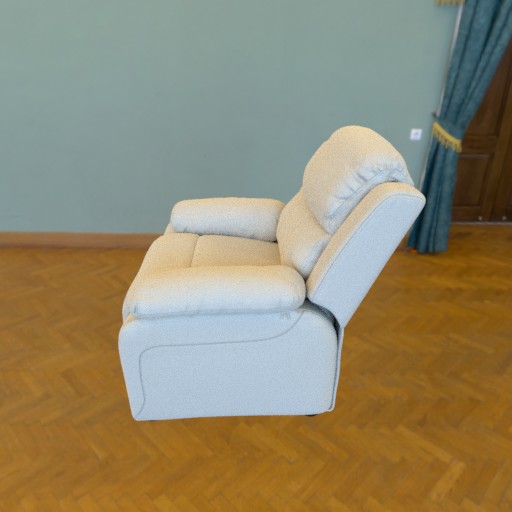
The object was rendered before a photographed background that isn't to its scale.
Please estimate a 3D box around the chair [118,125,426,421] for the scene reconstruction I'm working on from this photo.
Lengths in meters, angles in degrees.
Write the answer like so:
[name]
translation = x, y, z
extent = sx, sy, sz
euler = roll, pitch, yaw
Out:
[chair]
translation = 0.000, 0.000, 1.281
extent = 0.709, 0.702, 0.680
euler = 0, 26, -1
